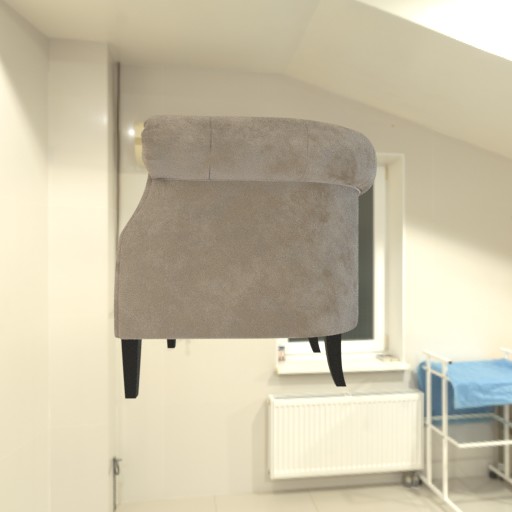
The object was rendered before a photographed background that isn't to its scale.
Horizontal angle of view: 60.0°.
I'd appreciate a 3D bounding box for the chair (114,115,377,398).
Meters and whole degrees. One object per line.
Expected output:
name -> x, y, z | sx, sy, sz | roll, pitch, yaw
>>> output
chair -> 0.000, 0.000, 1.654 | 0.851, 0.826, 0.904 | 0, 0, -1
